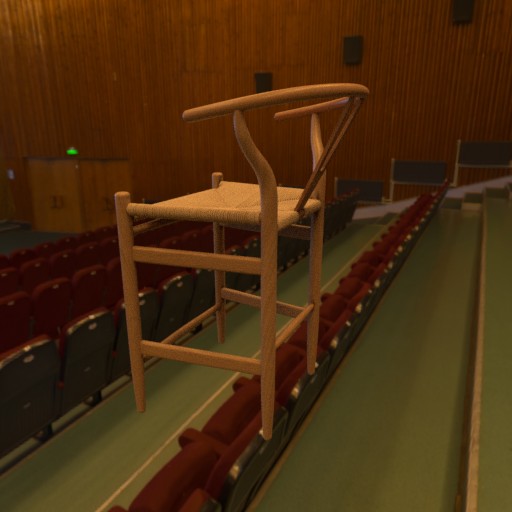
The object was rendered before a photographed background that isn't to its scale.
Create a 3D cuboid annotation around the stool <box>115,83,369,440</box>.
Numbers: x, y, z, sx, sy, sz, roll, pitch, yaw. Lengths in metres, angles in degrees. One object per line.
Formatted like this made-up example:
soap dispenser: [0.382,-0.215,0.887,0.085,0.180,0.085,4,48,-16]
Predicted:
stool: [0.000,0.000,1.301,0.575,0.923,0.536,8,19,25]
